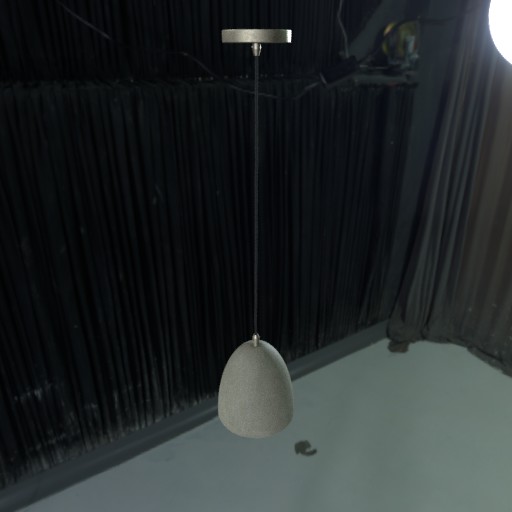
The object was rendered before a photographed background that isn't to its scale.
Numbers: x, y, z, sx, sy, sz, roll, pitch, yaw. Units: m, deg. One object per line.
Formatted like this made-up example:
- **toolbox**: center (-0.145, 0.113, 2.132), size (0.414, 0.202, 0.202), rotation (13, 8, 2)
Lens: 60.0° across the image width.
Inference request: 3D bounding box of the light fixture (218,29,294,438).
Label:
- **light fixture**: center (0.000, 0.000, 0.837), size (0.170, 0.759, 0.170), rotation (-17, 30, -32)
